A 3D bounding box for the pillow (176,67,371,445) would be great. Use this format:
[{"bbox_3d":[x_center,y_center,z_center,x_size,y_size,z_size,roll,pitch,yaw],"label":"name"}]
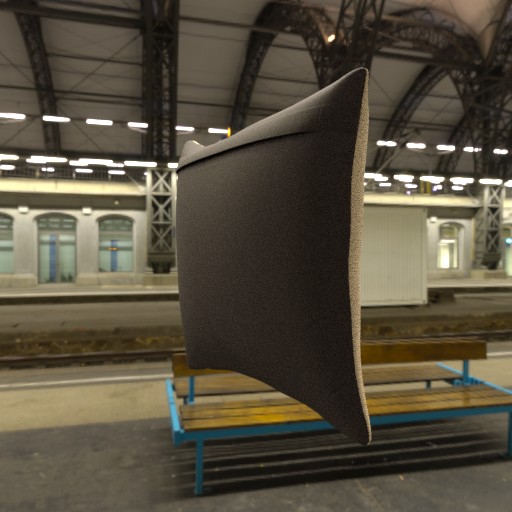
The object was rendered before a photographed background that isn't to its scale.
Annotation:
[{"bbox_3d":[0.000,0.000,0.632,0.173,0.406,0.405,0,1,-36],"label":"pillow"}]
